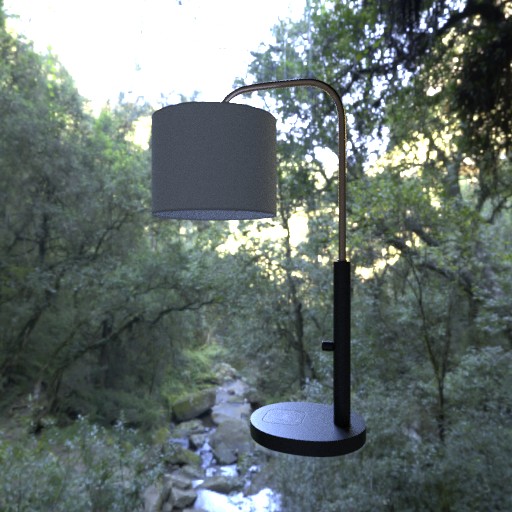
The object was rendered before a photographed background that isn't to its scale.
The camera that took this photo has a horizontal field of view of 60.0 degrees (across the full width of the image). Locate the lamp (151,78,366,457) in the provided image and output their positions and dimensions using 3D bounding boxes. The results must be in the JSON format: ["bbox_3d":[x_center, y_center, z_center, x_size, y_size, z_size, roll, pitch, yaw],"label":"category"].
[{"bbox_3d":[0.000,0.000,0.696,0.337,0.540,0.199,0,0,17],"label":"lamp"}]
